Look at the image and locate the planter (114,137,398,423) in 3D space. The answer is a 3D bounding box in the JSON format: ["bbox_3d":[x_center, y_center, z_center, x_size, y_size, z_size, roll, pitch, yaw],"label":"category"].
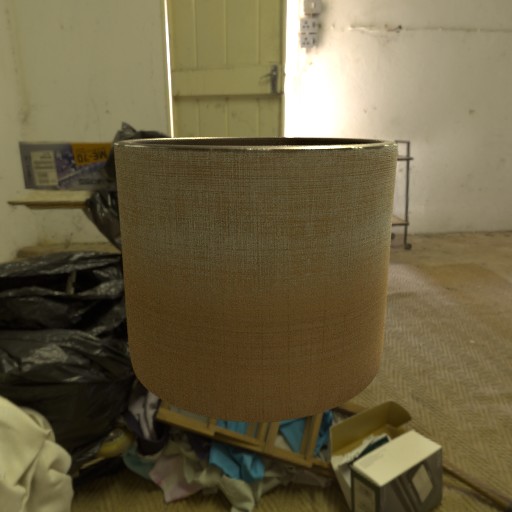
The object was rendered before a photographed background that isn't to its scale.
[{"bbox_3d":[0.000,0.000,0.436,0.254,0.221,0.254,0,16,0],"label":"planter"}]
